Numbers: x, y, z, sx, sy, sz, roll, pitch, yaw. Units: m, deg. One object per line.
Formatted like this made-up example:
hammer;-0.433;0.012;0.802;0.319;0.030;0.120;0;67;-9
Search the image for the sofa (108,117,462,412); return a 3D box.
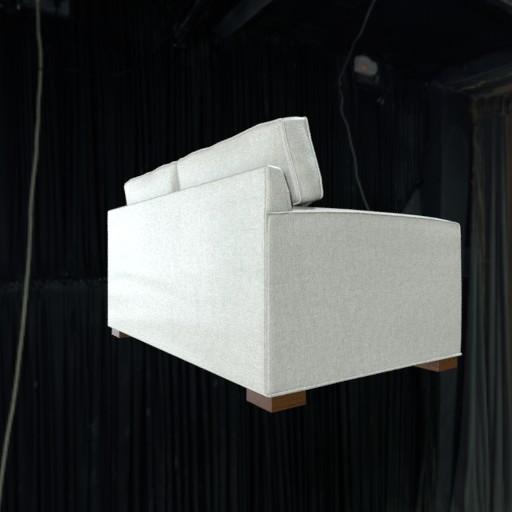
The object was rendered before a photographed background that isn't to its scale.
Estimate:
sofa;0.000;0.000;2.058;0.940;0.853;1.484;0;0;-34
